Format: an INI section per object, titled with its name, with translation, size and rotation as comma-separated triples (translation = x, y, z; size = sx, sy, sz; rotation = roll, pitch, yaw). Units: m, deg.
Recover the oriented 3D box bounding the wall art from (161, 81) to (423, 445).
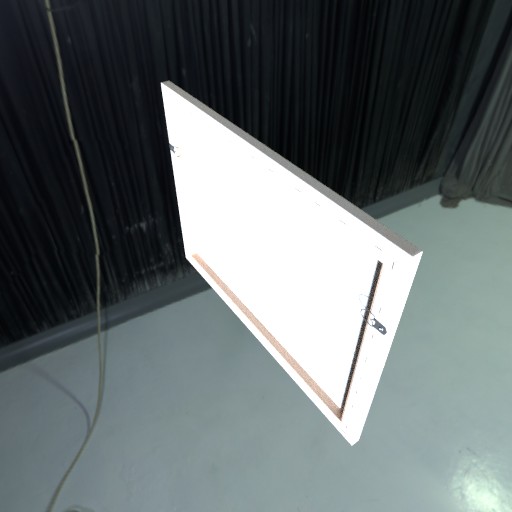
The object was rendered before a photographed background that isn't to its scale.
[wall art]
translation = 0.000, 0.000, 1.648
size = 0.042, 0.912, 1.219
rotation = -26, 48, -25
